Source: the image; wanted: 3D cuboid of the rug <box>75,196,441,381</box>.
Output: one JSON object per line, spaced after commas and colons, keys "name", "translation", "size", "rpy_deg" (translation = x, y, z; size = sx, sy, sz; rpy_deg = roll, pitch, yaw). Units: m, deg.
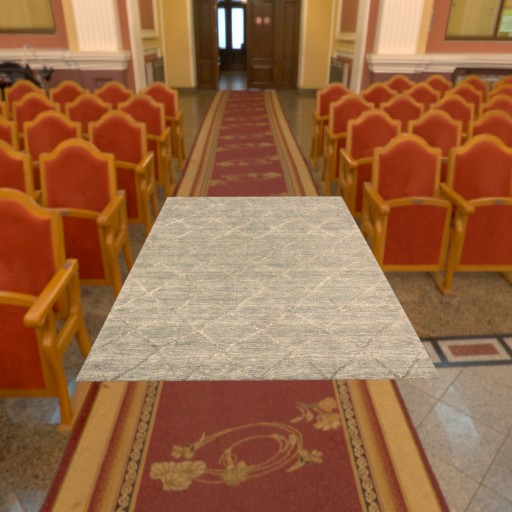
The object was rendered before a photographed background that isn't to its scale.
{"name": "rug", "translation": [0.000, 0.000, 2.863], "size": [1.521, 0.006, 2.283], "rpy_deg": [0, 27, -1]}
